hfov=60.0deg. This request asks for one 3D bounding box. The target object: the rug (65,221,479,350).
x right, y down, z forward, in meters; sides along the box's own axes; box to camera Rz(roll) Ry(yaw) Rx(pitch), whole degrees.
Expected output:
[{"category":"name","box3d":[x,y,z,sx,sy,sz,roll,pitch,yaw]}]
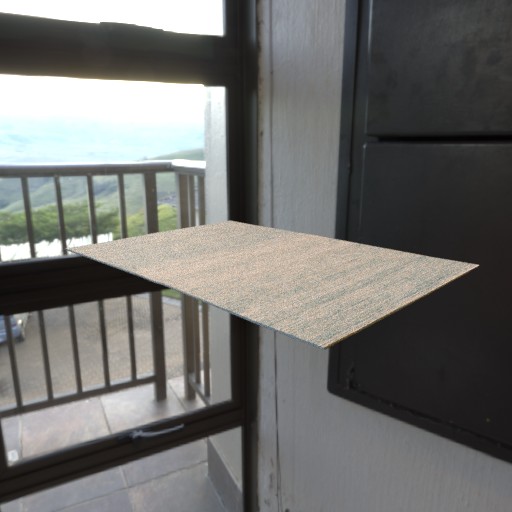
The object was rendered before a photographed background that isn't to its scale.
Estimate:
[{"category":"rug","box3d":[0.000,0.000,2.968,2.306,0.030,1.613,14,20,43]}]
